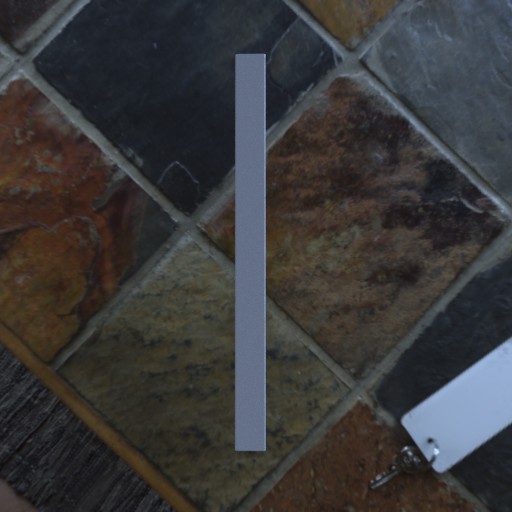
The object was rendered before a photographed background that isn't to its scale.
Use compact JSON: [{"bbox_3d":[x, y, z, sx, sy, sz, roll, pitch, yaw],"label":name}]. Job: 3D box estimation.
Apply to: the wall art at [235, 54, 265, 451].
[{"bbox_3d":[0.000,0.000,0.946,0.039,0.753,0.511,0,89,1],"label":"wall art"}]
